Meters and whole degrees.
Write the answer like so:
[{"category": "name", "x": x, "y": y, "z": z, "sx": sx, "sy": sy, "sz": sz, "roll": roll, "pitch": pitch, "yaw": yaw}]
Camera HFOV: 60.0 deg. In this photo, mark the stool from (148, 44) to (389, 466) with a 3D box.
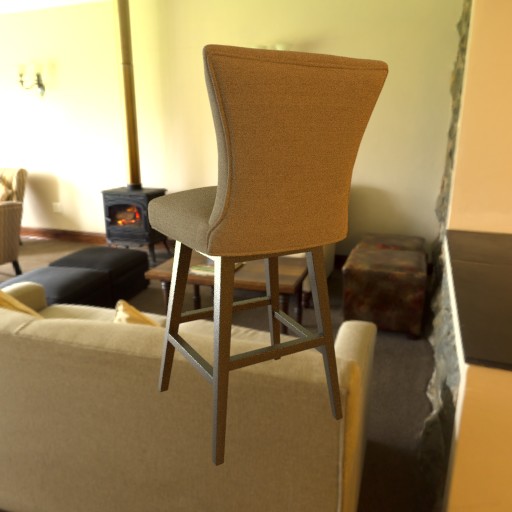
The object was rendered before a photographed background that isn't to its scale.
[{"category": "stool", "x": 0.000, "y": 0.000, "z": 1.362, "sx": 0.514, "sy": 1.086, "sz": 0.574, "roll": -8, "pitch": 18, "yaw": -27}]
